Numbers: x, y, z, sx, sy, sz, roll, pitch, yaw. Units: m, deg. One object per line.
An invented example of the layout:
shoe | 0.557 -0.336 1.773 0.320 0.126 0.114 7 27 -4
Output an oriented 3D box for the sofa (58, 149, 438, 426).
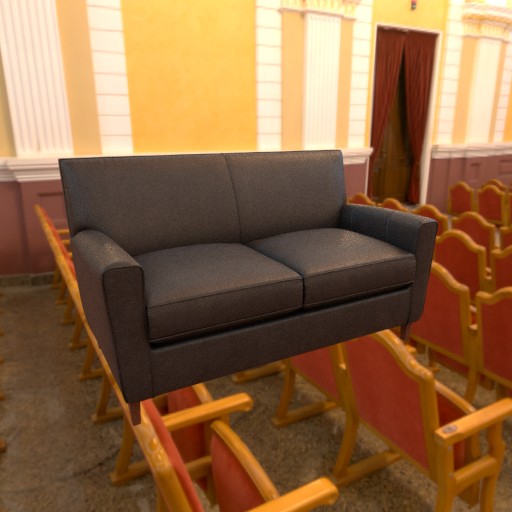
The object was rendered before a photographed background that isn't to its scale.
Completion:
sofa | 0.000 0.000 1.995 1.473 0.871 0.787 -9 19 -28
